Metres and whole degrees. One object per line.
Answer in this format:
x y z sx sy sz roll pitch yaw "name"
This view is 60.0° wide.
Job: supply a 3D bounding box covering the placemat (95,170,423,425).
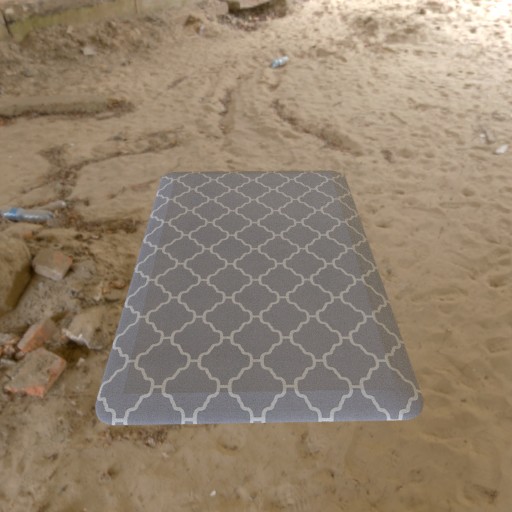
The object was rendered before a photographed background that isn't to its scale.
0.000 0.000 0.949 0.508 0.021 0.762 -1 40 -1 "placemat"
